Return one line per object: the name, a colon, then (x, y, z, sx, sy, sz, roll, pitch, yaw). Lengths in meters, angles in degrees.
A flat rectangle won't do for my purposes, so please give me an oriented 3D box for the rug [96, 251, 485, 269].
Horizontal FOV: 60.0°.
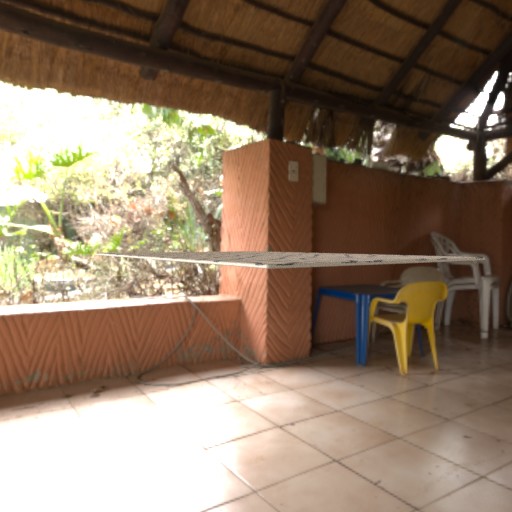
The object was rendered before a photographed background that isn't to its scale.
rug: (0.000, 0.000, 3.034, 1.521, 0.017, 2.365, -1, 2, -34)
